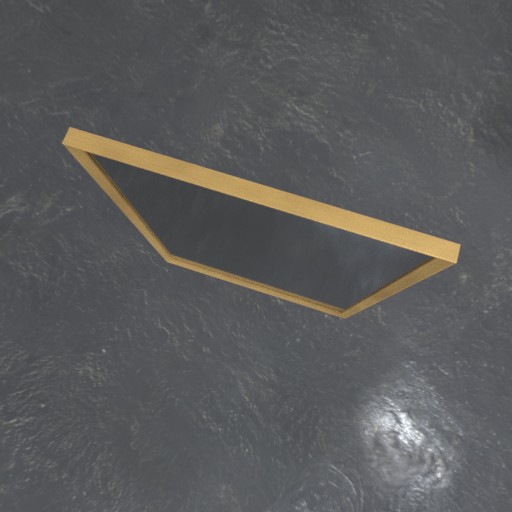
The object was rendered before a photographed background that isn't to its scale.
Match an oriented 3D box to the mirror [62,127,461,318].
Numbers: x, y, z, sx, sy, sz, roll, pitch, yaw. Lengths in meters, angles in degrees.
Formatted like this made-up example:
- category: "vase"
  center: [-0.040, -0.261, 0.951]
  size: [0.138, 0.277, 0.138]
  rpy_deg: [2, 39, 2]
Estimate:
- category: "mirror"
  center: [0.000, 0.000, 1.313]
  size: [0.762, 1.016, 0.041]
  rpy_deg: [17, 77, 4]
